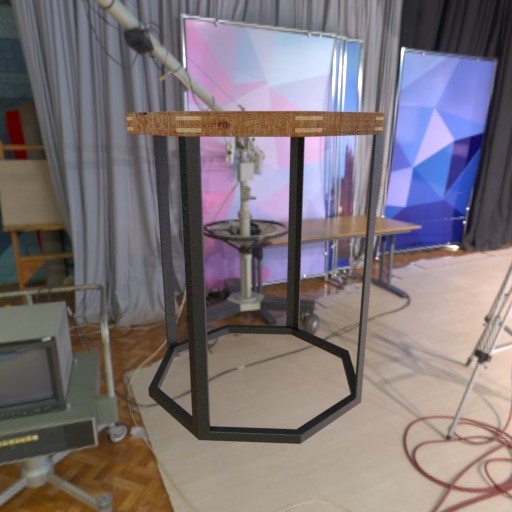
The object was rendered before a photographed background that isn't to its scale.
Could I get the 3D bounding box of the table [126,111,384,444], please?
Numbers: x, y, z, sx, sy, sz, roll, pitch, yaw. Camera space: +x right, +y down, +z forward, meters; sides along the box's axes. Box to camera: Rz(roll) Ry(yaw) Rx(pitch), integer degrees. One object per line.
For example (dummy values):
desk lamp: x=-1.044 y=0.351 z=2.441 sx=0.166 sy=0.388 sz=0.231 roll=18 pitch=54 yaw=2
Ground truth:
table: x=0.000 y=0.000 z=0.888 sx=0.458 sy=0.543 sz=0.458 roll=8 pitch=19 yaw=24
